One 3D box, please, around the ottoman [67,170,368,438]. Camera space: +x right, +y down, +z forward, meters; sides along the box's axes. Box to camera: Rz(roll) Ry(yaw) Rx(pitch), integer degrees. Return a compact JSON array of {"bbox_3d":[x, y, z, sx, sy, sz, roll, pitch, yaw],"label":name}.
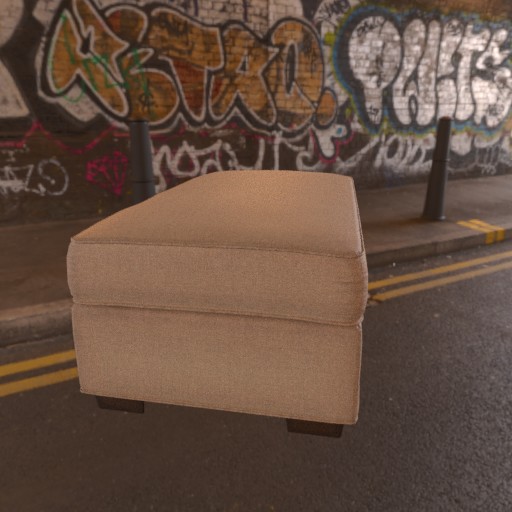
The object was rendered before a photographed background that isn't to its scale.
[{"bbox_3d":[0.000,0.000,1.396,0.617,0.448,1.097,3,18,10],"label":"ottoman"}]
